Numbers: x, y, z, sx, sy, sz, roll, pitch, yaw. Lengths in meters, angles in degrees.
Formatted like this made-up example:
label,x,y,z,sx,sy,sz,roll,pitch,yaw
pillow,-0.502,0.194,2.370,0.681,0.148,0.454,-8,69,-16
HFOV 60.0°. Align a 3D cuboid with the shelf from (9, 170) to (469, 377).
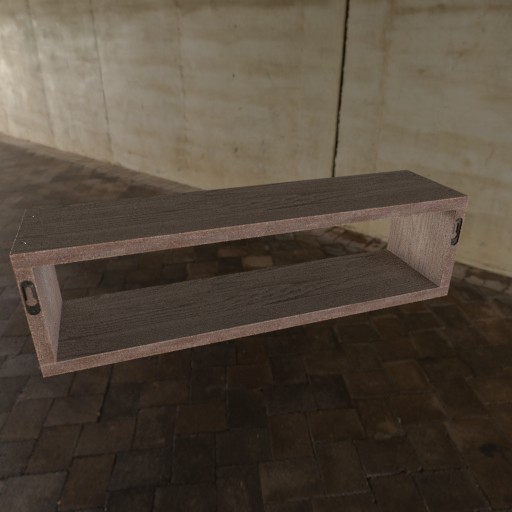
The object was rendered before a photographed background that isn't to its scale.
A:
label,x,y,z,sx,sy,sz,roll,pitch,yaw
shelf,0.000,0.000,0.664,0.610,0.170,0.150,-9,28,-17
